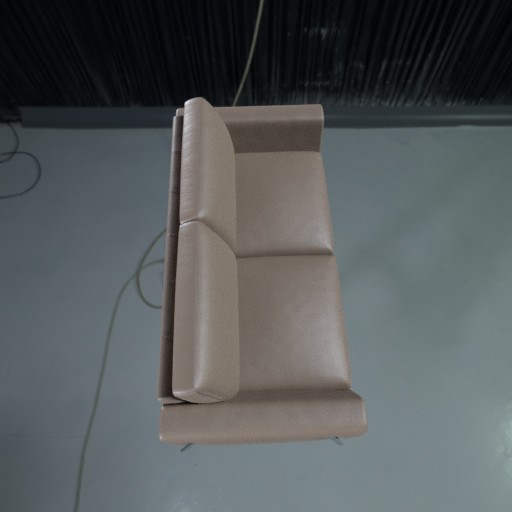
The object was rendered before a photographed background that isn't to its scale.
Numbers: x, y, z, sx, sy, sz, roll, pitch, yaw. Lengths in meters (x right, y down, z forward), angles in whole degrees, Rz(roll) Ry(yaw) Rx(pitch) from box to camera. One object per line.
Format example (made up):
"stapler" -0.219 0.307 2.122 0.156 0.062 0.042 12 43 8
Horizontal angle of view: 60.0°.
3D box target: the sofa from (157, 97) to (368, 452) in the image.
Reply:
"sofa" 0.000 0.000 2.582 0.953 0.875 2.017 -2 63 -1
